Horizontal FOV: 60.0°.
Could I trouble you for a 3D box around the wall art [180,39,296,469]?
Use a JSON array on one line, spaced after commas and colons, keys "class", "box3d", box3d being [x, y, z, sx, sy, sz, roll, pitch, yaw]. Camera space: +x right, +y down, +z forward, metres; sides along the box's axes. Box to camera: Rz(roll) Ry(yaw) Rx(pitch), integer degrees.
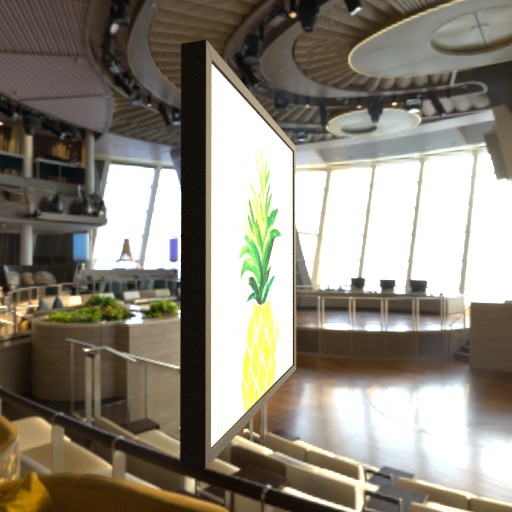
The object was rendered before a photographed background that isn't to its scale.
[{"class": "wall art", "box3d": [0.000, 0.000, 0.770, 0.033, 0.507, 0.508, 0, -1, 17]}]
